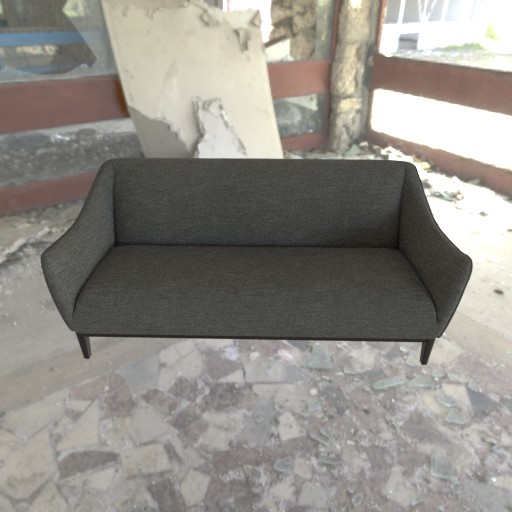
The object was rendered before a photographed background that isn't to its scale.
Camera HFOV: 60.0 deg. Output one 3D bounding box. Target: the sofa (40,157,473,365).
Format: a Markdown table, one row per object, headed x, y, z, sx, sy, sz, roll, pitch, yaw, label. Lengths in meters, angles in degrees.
| x | y | z | sx | sy | sz | roll | pitch | yaw | label |
| --- | --- | --- | --- | --- | --- | --- | --- | --- | --- |
| 0.000 | 0.000 | 2.389 | 1.928 | 0.829 | 0.867 | 1 | 30 | 1 | sofa |
